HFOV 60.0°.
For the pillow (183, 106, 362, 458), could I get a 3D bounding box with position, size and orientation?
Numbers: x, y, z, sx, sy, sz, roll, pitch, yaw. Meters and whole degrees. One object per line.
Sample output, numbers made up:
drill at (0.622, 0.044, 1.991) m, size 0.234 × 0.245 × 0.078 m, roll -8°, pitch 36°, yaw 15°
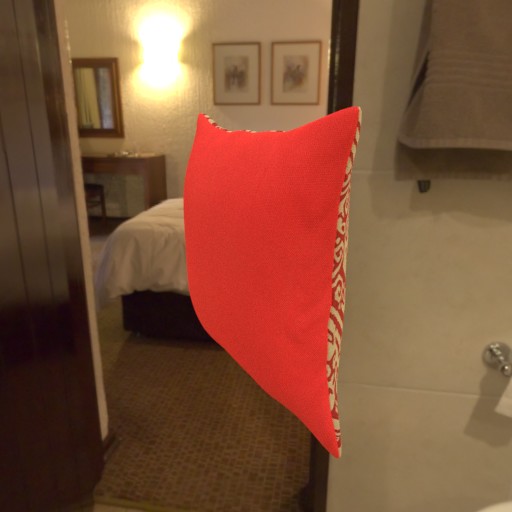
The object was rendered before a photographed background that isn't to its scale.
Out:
pillow at (0.000, 0.000, 0.810) m, size 0.192 × 0.507 × 0.522 m, roll -9°, pitch 19°, yaw -27°
